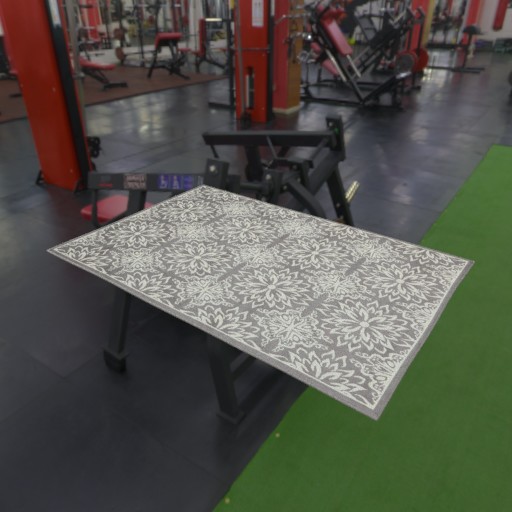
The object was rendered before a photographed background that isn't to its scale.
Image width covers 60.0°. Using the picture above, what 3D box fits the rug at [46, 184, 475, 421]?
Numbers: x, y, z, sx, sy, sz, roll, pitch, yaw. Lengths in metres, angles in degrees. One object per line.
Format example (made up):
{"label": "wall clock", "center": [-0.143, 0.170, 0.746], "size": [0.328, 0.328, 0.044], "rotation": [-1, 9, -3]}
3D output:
{"label": "rug", "center": [0.000, 0.000, 2.287], "size": [1.847, 0.012, 1.224], "rotation": [20, 35, 31]}
